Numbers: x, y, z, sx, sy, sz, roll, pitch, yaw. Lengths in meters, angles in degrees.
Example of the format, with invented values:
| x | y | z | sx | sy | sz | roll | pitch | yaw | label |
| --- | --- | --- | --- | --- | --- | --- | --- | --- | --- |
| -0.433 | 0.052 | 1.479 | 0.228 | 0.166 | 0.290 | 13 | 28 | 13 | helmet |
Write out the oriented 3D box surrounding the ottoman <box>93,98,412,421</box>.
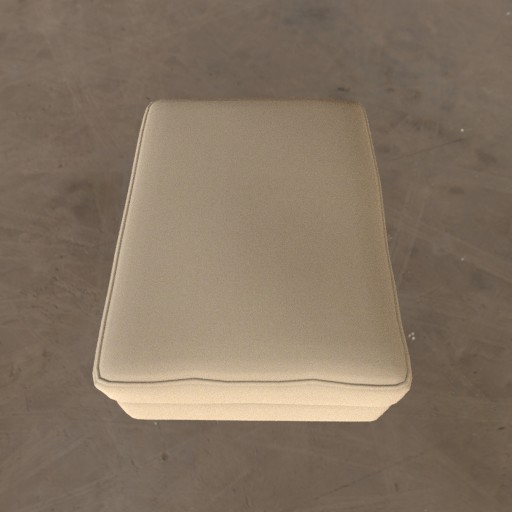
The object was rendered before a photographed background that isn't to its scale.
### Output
| x | y | z | sx | sy | sz | roll | pitch | yaw | label |
| --- | --- | --- | --- | --- | --- | --- | --- | --- | --- |
| 0.000 | 0.000 | 1.195 | 0.634 | 0.485 | 0.818 | 0 | 59 | 0 | ottoman |
